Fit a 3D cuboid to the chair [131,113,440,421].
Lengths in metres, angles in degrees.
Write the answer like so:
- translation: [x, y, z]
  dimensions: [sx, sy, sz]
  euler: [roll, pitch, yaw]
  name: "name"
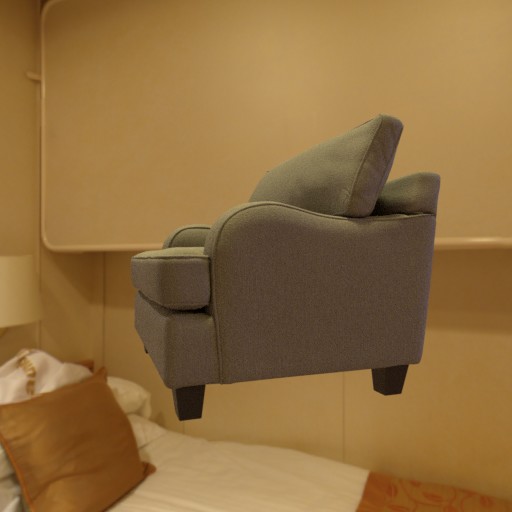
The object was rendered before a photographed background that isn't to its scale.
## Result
- translation: [0.000, 0.000, 2.014]
  dimensions: [1.041, 1.016, 1.220]
  euler: [0, 0, -20]
  name: "chair"
